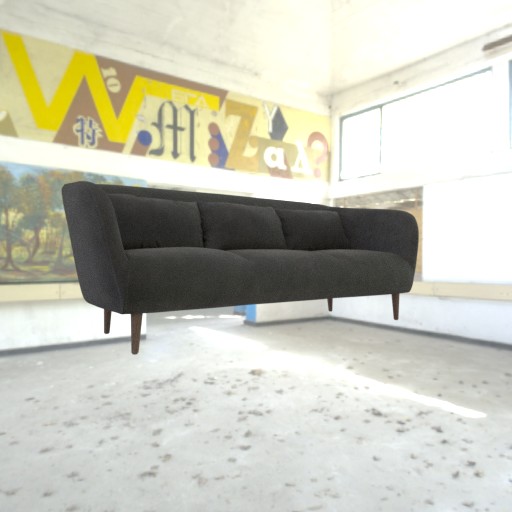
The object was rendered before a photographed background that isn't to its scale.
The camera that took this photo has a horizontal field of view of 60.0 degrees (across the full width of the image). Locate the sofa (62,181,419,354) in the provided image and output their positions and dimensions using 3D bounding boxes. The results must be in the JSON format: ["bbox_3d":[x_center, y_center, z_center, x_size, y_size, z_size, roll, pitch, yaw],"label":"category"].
[{"bbox_3d":[0.000,0.000,2.803,2.296,0.875,0.956,0,0,-35],"label":"sofa"}]
